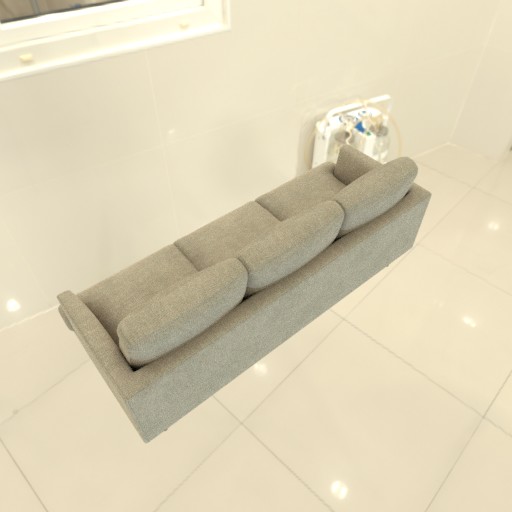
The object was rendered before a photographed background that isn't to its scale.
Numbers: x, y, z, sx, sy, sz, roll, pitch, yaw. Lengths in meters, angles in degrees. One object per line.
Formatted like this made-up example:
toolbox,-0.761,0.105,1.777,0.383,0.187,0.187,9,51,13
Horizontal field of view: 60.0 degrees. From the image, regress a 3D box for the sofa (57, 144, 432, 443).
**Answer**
sofa,0.000,0.000,2.769,2.246,0.930,0.903,-31,54,-26
